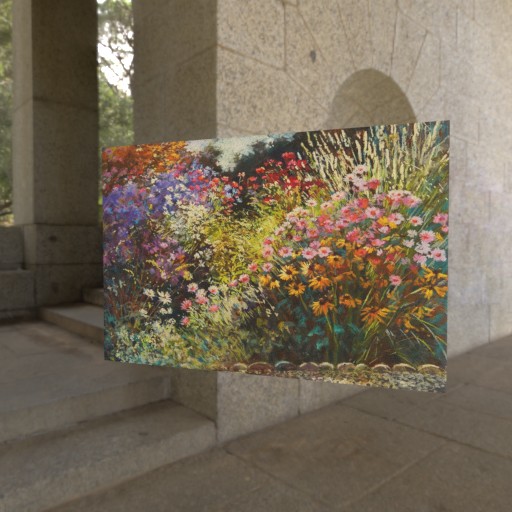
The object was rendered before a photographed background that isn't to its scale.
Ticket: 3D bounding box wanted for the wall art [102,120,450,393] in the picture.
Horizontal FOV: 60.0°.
[{"bbox_3d":[0.000,0.000,1.427,1.136,0.760,0.042,1,2,18],"label":"wall art"}]
